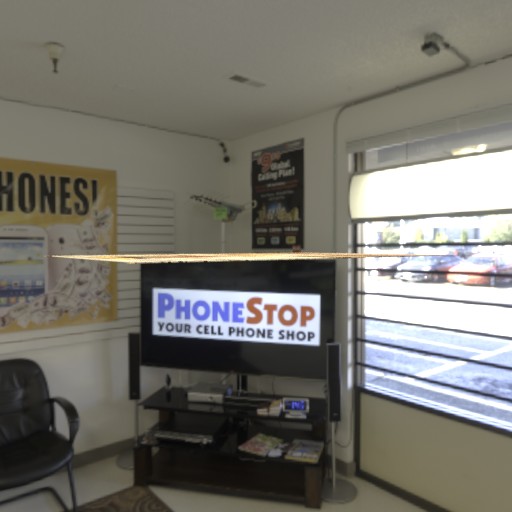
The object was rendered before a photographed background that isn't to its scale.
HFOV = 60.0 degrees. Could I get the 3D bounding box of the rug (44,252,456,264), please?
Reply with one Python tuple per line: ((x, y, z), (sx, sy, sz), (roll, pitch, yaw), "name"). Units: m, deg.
((0.000, 0.000, 2.405), (1.918, 0.007, 1.268), (-1, 2, -37), "rug")
